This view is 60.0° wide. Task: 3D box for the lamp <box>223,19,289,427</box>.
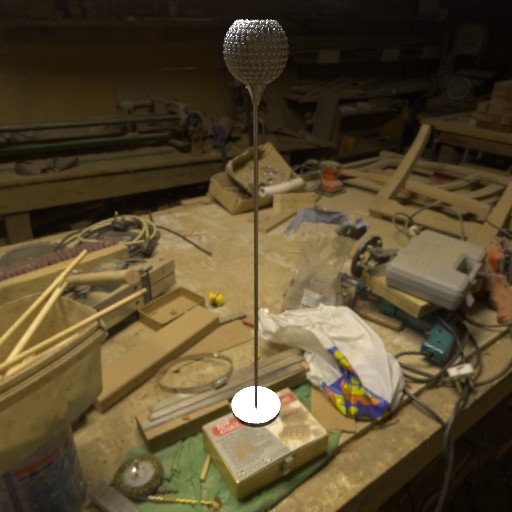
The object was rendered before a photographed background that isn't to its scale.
[{"bbox_3d":[0.000,0.000,1.920,0.254,1.805,0.254,0,27,0],"label":"lamp"}]
